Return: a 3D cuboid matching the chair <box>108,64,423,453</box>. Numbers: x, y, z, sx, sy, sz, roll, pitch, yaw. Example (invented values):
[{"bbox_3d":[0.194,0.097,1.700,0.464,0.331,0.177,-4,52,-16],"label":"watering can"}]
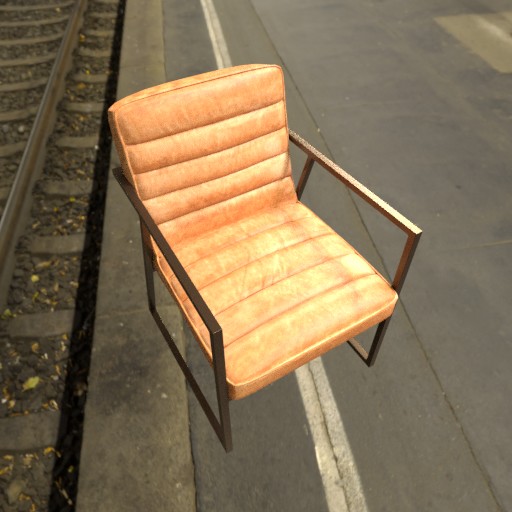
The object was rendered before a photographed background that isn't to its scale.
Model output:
[{"bbox_3d":[0.000,0.000,1.286,0.571,0.832,0.677,-23,51,-21],"label":"chair"}]
